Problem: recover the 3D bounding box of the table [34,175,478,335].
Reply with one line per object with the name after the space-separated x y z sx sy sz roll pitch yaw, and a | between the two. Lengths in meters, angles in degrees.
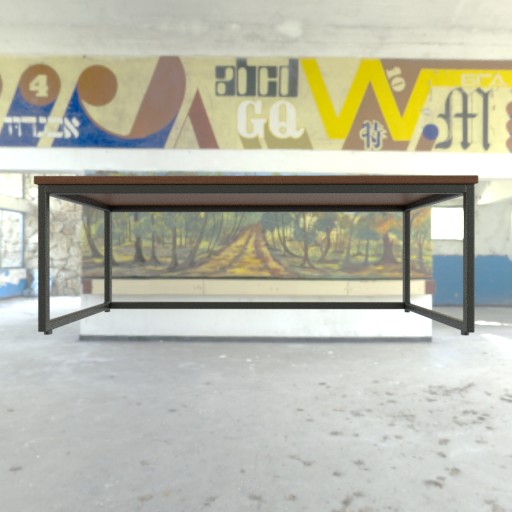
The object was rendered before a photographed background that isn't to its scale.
0.000 0.000 1.345 1.100 0.400 0.500 0 0 1 | table
